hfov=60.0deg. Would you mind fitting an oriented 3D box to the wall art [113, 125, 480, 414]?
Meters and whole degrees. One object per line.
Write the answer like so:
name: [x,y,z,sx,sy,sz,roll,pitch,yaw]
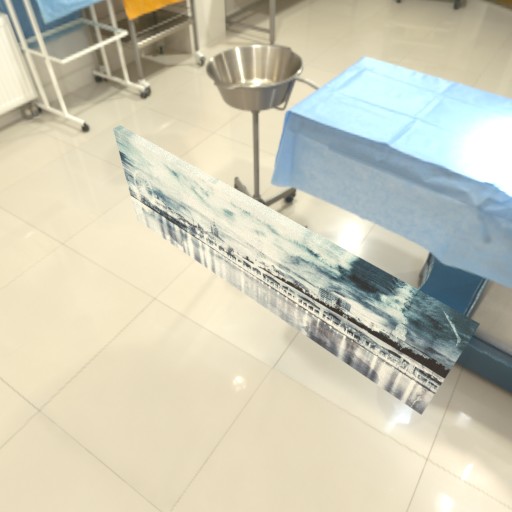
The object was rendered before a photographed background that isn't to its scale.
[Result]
wall art: [0.000,0.000,1.683,1.524,0.509,0.037,32,55,26]
